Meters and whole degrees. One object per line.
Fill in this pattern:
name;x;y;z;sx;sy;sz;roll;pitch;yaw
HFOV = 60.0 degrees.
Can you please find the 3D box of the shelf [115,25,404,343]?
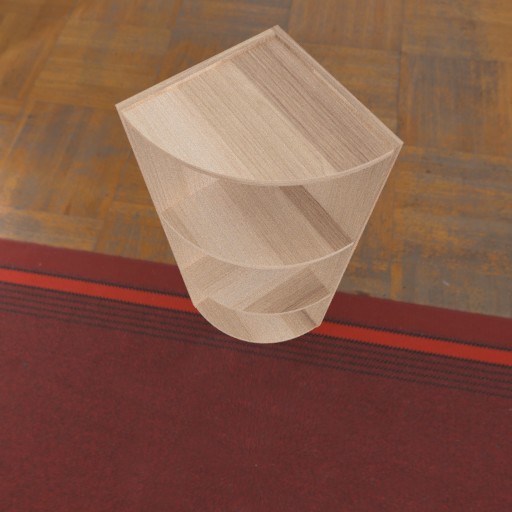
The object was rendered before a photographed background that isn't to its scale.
shelf;0.000;0.000;1.015;0.290;0.872;0.290;-33;69;-14
